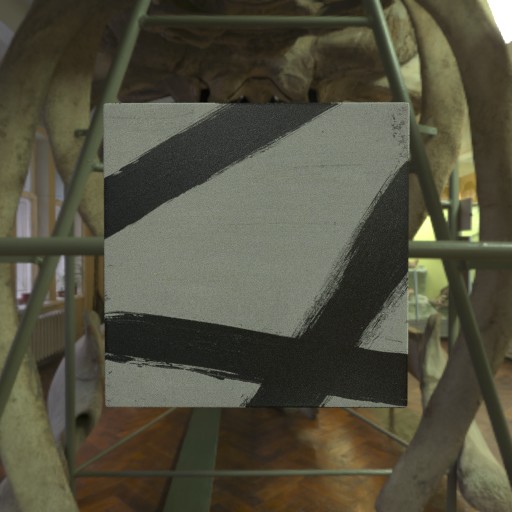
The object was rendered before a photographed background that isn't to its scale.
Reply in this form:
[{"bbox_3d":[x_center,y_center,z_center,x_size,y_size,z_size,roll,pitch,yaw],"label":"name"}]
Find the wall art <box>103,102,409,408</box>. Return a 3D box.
[{"bbox_3d":[0.000,0.000,0.762,0.507,0.508,0.050,0,1,0],"label":"wall art"}]
